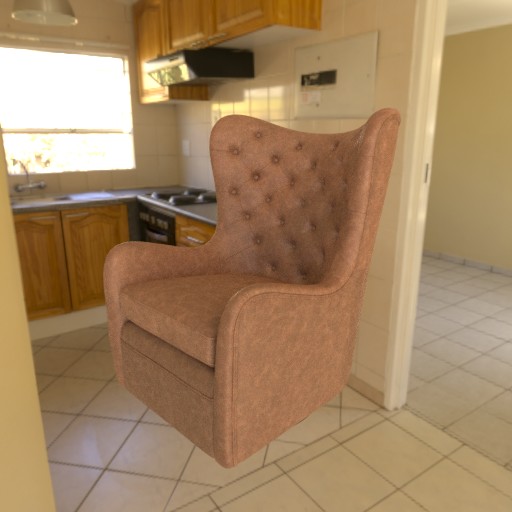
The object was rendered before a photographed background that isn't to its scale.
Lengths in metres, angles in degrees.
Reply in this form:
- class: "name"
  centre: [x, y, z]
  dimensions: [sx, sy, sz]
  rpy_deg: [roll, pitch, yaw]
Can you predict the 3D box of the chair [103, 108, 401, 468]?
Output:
- class: "chair"
  centre: [0.000, 0.000, 1.716]
  dimensions: [0.930, 1.079, 0.831]
  rpy_deg: [-15, 21, -42]
